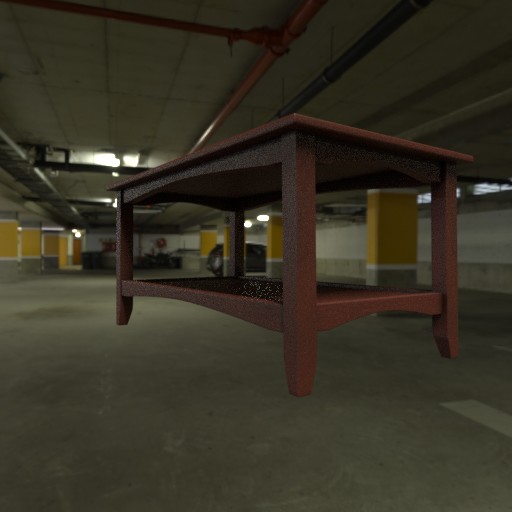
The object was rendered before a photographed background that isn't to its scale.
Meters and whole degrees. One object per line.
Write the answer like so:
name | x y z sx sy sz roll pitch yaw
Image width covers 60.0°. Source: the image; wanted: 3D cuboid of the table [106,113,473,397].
table | 0.000 0.000 1.229 0.533 0.456 0.943 0 1 -36
